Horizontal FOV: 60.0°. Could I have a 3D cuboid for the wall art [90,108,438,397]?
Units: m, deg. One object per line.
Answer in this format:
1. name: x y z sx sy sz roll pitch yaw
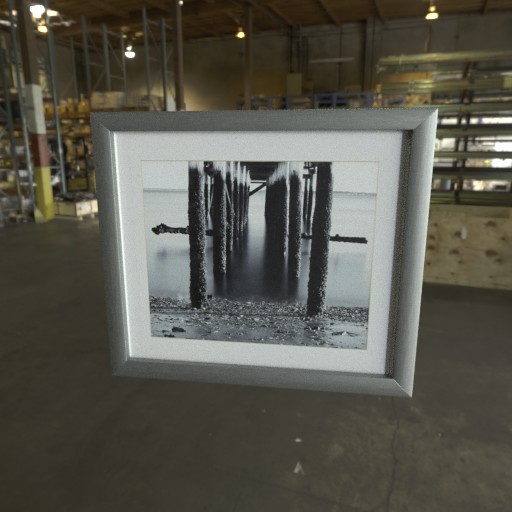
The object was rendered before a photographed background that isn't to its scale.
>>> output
1. wall art: 0.000 0.000 0.530 0.380 0.330 0.028 2 14 8
